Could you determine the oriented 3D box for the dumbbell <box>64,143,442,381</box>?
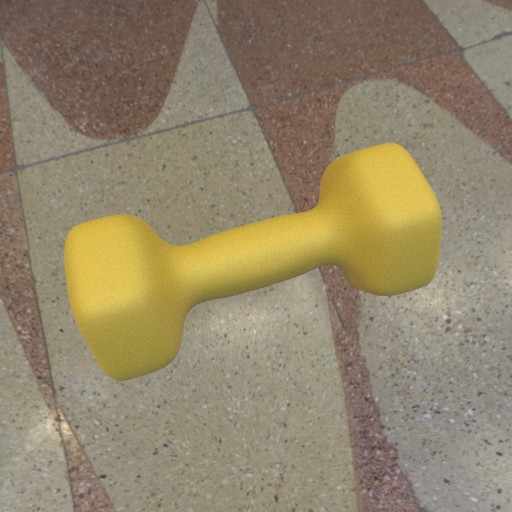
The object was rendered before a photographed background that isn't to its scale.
[{"bbox_3d":[0.000,0.000,0.244,0.190,0.082,0.090,-16,65,-7],"label":"dumbbell"}]
